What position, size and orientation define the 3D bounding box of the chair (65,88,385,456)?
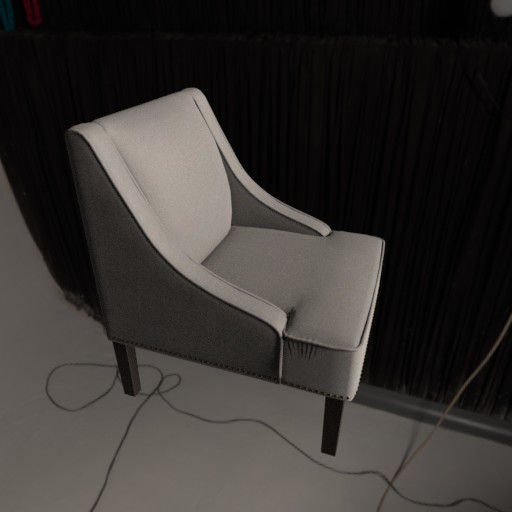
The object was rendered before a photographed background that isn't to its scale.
[{"bbox_3d":[0.000,0.000,1.376,0.747,0.867,0.631,10,31,17],"label":"chair"}]
